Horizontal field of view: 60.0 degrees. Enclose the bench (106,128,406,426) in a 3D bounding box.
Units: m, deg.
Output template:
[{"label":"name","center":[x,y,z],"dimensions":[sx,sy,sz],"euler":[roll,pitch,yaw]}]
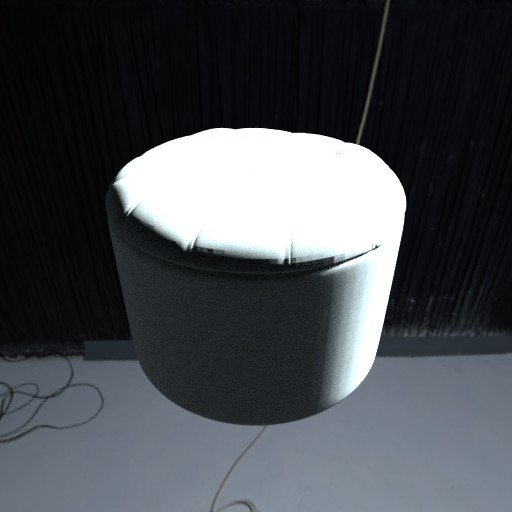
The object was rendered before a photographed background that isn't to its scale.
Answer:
[{"label":"bench","center":[0.000,0.000,1.009],"dimensions":[0.600,0.453,0.600],"euler":[0,33,0]}]
